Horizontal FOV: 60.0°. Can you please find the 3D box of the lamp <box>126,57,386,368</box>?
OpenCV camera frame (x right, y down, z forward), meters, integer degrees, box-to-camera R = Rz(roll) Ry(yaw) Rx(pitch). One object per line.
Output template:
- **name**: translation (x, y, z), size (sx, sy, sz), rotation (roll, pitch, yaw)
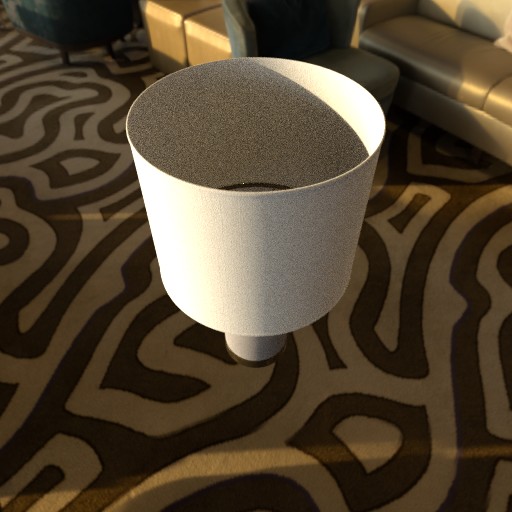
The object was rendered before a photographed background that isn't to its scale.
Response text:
- **lamp**: translation (0.000, 0.000, 0.537), size (0.229, 0.380, 0.229), rotation (0, 47, 0)
